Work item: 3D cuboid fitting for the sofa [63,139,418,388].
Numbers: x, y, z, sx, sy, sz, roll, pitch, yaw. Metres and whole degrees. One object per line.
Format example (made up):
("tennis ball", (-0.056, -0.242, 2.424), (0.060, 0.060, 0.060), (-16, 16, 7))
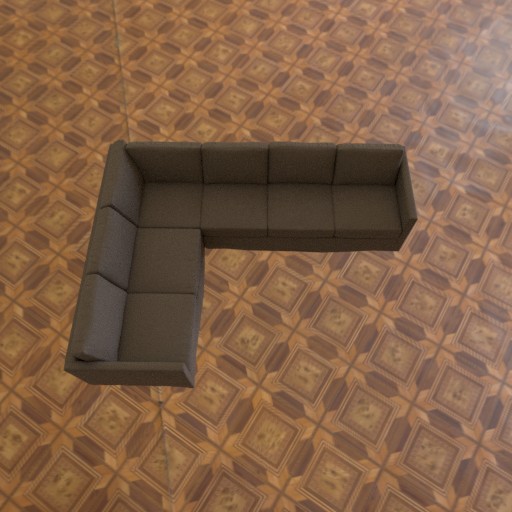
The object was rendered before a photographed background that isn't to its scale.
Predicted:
("sofa", (0.000, 0.000, 4.423), (3.182, 0.871, 2.432), (1, 64, 0))
